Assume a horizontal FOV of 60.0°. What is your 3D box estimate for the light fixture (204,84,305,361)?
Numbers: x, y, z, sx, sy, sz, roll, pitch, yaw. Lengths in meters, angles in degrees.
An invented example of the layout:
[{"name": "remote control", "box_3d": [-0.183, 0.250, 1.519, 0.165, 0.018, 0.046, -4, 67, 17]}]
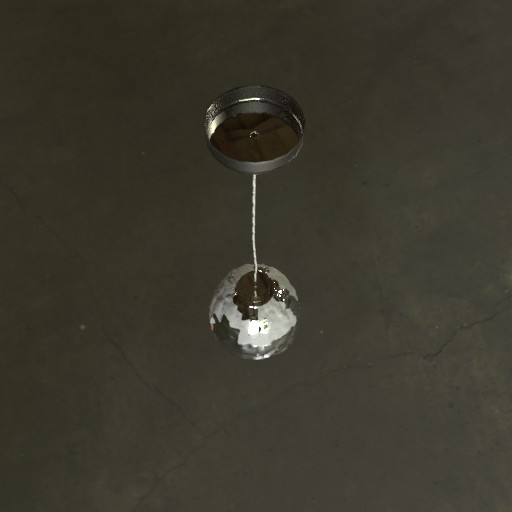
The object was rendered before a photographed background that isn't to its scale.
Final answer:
[{"name": "light fixture", "box_3d": [0.000, 0.000, 1.775, 0.500, 1.511, 0.496, -34, 69, -15]}]
